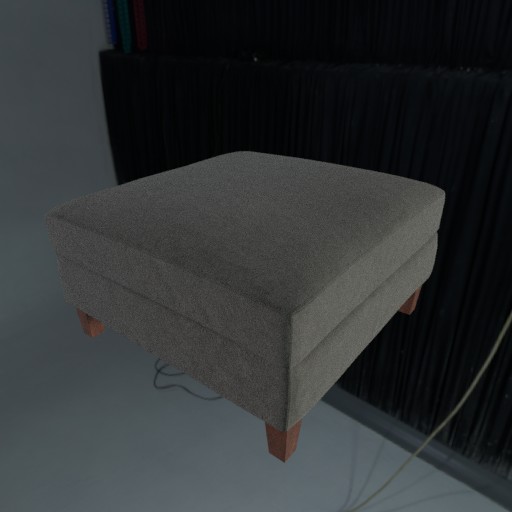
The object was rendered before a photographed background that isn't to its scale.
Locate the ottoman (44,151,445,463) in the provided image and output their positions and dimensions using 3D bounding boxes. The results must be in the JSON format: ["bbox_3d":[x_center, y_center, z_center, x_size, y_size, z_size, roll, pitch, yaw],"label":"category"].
[{"bbox_3d":[0.000,0.000,1.382,0.861,0.482,0.881,19,32,34],"label":"ottoman"}]
